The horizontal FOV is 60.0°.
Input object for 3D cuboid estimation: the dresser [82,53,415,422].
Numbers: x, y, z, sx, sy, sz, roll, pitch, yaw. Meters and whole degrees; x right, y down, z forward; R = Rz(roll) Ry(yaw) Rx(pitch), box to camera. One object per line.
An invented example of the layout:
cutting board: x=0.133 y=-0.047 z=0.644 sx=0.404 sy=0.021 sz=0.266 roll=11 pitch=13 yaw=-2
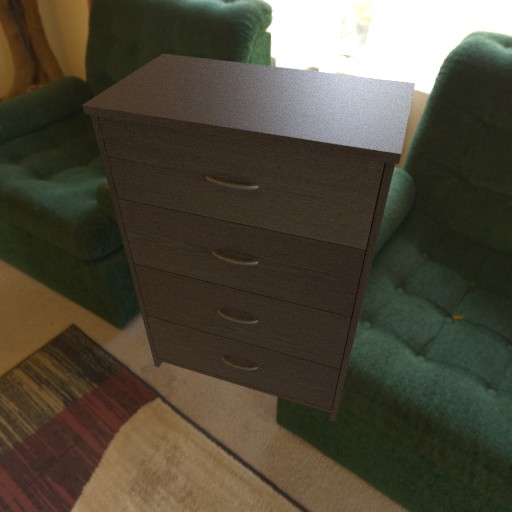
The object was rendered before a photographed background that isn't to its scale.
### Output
dresser: x=0.000 y=0.000 z=1.386 sx=0.704 sy=1.020 sz=0.399 roll=13 pitch=43 yaw=14
